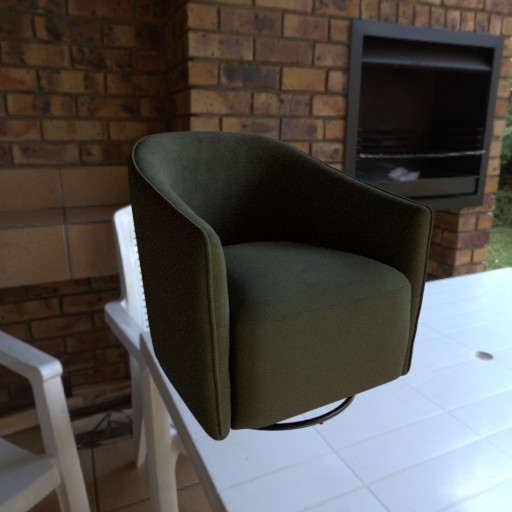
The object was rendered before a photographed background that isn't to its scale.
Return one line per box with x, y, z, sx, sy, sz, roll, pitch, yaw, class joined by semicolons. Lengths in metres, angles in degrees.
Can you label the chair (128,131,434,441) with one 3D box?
0.000;0.000;1.453;0.747;0.799;0.875;-8;17;-28;chair
